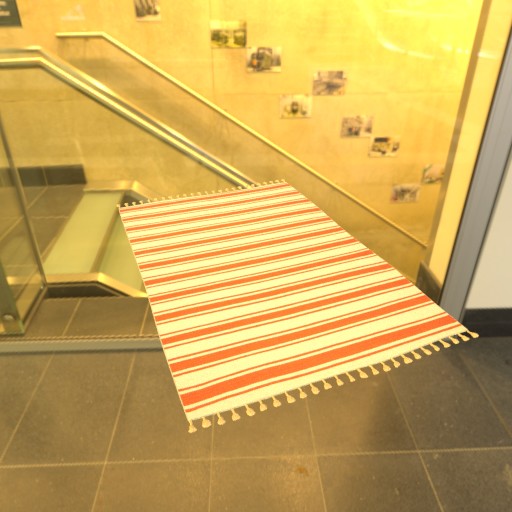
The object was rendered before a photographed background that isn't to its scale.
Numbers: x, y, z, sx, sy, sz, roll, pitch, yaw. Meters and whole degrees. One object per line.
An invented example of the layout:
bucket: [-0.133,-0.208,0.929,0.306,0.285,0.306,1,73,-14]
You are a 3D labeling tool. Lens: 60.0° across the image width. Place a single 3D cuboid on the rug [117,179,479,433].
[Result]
rug: [0.000,0.000,3.014,1.556,0.022,2.433,-12,33,-19]
